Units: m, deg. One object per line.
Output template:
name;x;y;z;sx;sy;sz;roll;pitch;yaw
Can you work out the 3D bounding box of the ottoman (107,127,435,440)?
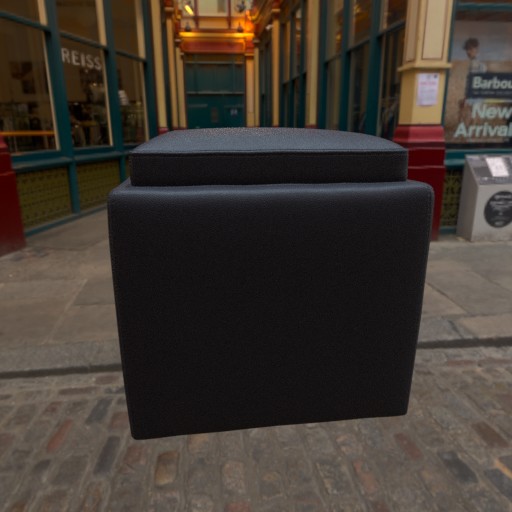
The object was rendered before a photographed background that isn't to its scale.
ottoman;0.000;0.000;0.826;0.451;0.460;0.450;-2;17;-8
